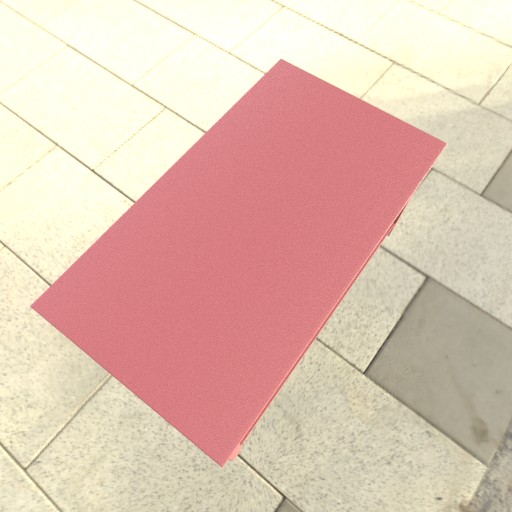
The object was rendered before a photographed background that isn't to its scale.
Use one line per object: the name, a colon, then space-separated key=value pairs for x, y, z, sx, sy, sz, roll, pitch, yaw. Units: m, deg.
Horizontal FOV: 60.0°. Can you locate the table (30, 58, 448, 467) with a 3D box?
table: x=0.000 y=0.000 z=1.416 sx=0.612 sy=0.493 sz=1.068 roll=34 pitch=69 yaw=15
